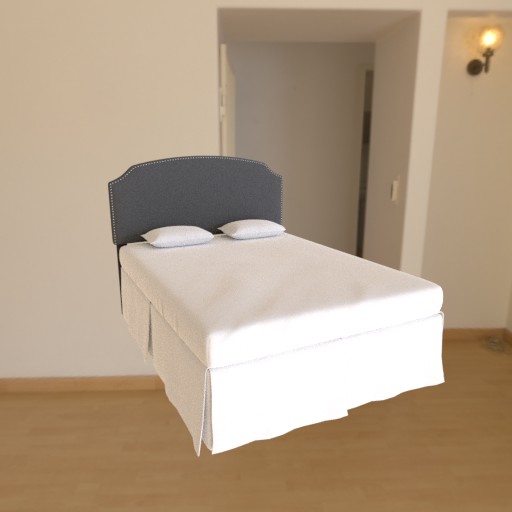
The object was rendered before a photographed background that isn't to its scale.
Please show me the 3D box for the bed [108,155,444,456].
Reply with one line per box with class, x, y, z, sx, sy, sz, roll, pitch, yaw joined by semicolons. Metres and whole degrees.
bed;0.000;0.000;2.979;1.558;1.270;1.999;-7;16;-27
